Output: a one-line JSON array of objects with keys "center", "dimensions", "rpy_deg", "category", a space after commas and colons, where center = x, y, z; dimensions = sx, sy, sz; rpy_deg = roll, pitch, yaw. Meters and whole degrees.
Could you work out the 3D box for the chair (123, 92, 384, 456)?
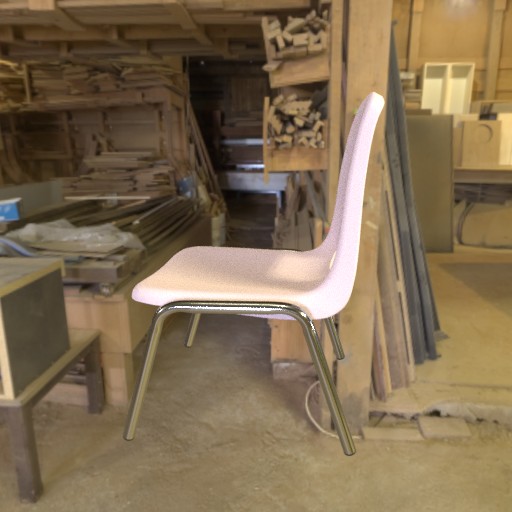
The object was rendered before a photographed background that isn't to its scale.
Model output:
[{"center": [0.000, 0.000, 0.784], "dimensions": [0.385, 0.537, 0.354], "rpy_deg": [2, 15, 8], "category": "chair"}]
